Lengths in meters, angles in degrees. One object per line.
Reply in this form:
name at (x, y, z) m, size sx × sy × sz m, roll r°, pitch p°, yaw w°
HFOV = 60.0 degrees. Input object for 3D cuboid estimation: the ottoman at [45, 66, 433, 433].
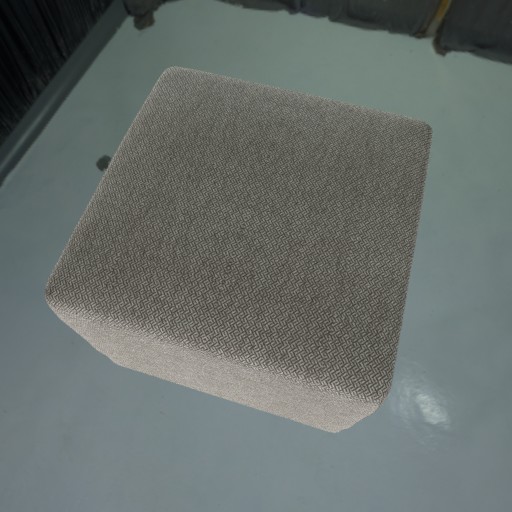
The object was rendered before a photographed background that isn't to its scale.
ottoman at (0.000, 0.000, 0.878) m, size 0.519 × 0.453 × 0.512 m, roll 15°, pitch 65°, yaw 7°
